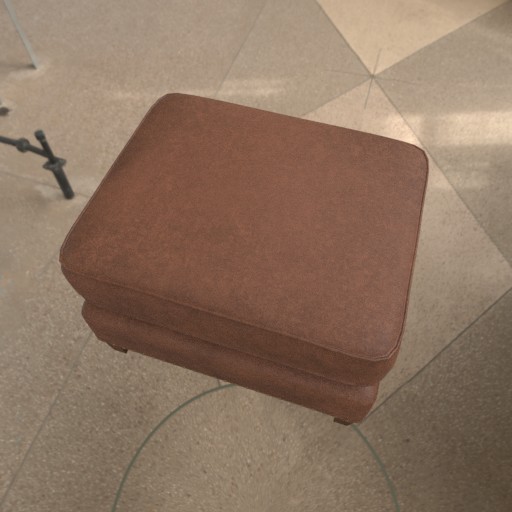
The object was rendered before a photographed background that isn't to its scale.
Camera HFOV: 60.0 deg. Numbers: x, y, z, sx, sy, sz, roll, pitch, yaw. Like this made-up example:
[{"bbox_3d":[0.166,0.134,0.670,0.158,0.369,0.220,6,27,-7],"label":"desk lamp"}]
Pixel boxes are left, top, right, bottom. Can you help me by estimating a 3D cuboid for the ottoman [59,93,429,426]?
[{"bbox_3d":[0.000,0.000,1.148,0.738,0.537,0.589,15,60,9],"label":"ottoman"}]
